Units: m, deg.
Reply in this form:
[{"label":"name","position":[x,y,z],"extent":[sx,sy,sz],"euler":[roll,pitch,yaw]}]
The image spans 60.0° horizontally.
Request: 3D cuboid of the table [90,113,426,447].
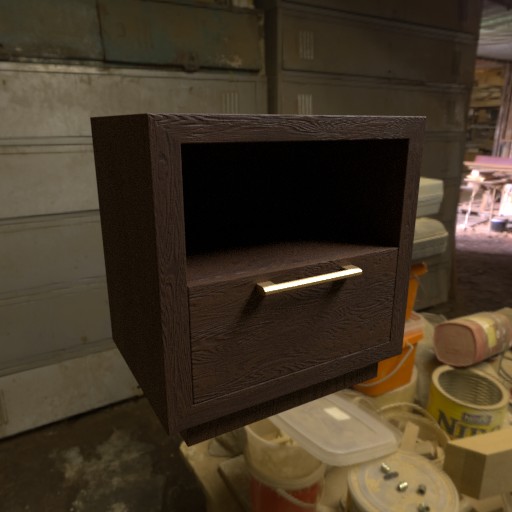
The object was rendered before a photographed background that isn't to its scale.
[{"label":"table","position":[0.000,0.000,0.975],"extent":[0.560,0.585,0.439],"euler":[-9,19,-29]}]
